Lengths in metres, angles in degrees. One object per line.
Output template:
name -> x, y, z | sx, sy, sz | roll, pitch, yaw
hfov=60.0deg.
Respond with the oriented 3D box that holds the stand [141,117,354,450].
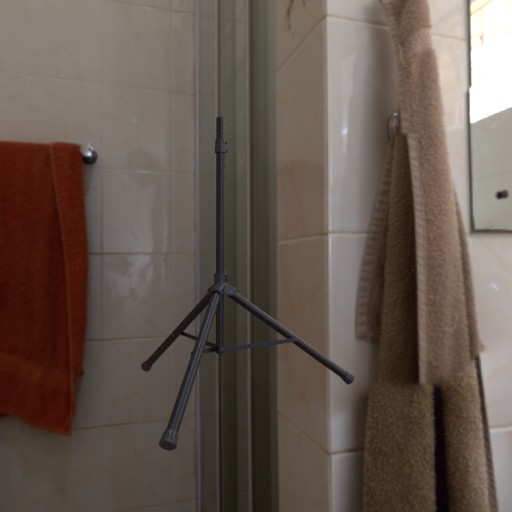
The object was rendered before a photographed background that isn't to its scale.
stand -> 0.000, 0.000, 1.861 | 0.907, 1.136, 1.045 | 0, -1, -16
